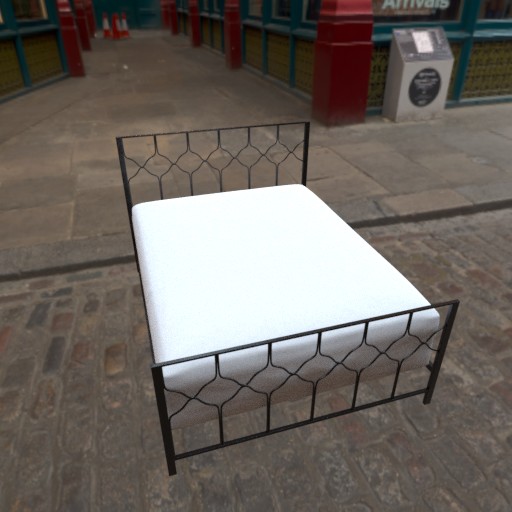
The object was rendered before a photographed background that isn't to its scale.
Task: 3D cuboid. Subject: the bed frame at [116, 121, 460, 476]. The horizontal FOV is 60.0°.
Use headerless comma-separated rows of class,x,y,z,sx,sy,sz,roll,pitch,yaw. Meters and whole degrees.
bed frame,0.000,0.000,3.051,1.597,1.222,2.063,-9,32,-15
